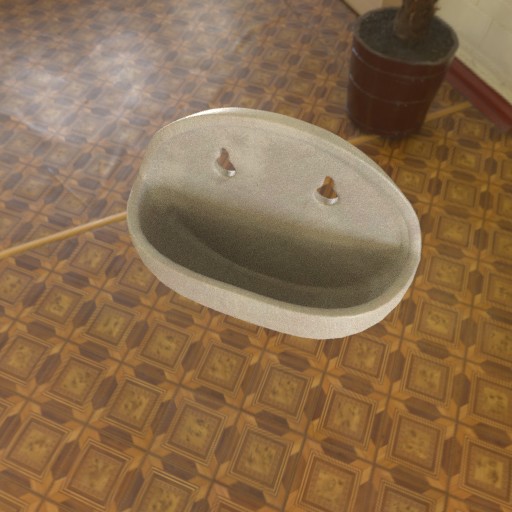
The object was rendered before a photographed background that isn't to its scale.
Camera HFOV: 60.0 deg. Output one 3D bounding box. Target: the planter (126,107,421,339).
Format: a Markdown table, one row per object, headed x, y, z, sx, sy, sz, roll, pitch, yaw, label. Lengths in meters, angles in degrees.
| x | y | z | sx | sy | sz | roll | pitch | yaw | label |
| --- | --- | --- | --- | --- | --- | --- | --- | --- | --- |
| 0.000 | 0.000 | 0.277 | 0.190 | 0.164 | 0.073 | 18 | 59 | 11 | planter |
